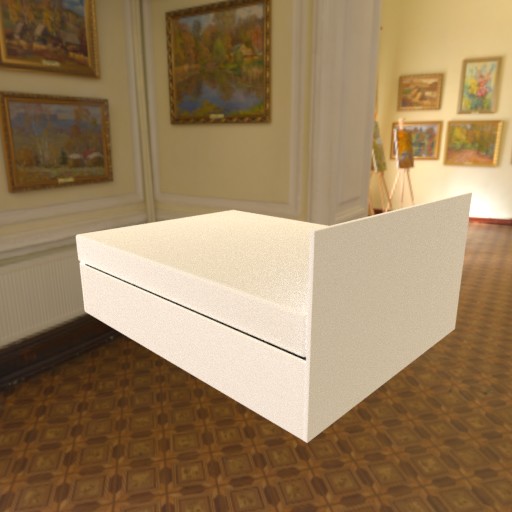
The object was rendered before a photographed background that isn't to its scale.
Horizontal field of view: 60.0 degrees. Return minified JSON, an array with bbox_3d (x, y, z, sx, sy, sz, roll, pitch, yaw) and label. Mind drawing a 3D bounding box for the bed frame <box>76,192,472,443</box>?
[{"bbox_3d":[0.000,0.000,2.658,1.900,0.800,1.400,14,21,42],"label":"bed frame"}]
